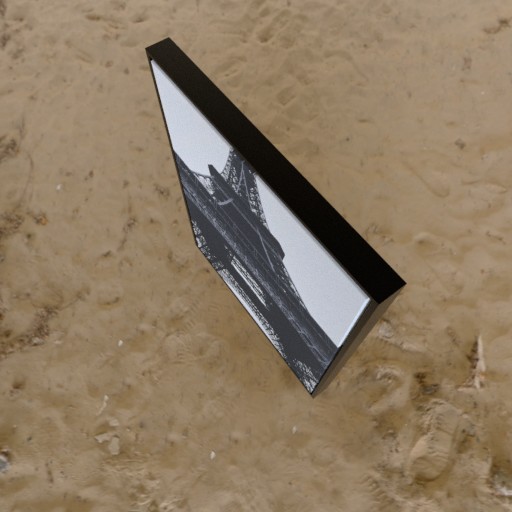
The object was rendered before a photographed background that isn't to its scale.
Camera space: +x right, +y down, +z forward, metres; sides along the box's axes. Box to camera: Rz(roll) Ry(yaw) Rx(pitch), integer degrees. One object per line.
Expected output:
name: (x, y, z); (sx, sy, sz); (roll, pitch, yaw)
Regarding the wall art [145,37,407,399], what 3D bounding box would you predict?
wall art: (0.000, 0.000, 0.760); (0.039, 0.553, 0.451); (-33, 68, -16)
